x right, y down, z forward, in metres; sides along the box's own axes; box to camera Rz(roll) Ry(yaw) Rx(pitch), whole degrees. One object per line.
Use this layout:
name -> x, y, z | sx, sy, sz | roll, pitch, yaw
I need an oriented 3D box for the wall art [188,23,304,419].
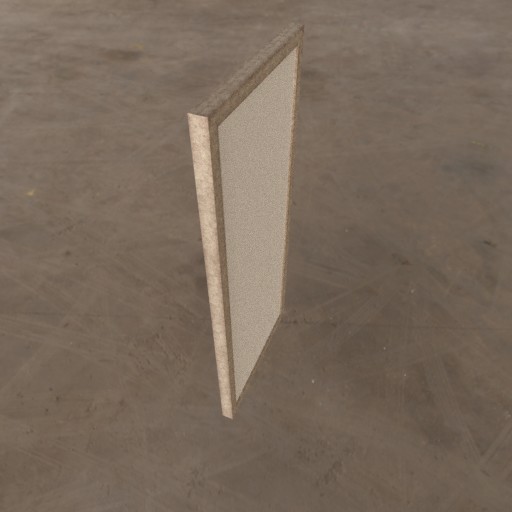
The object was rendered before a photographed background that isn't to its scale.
wall art -> 0.000, 0.000, 1.693 | 0.051, 1.461, 0.648 | 17, 47, 16
